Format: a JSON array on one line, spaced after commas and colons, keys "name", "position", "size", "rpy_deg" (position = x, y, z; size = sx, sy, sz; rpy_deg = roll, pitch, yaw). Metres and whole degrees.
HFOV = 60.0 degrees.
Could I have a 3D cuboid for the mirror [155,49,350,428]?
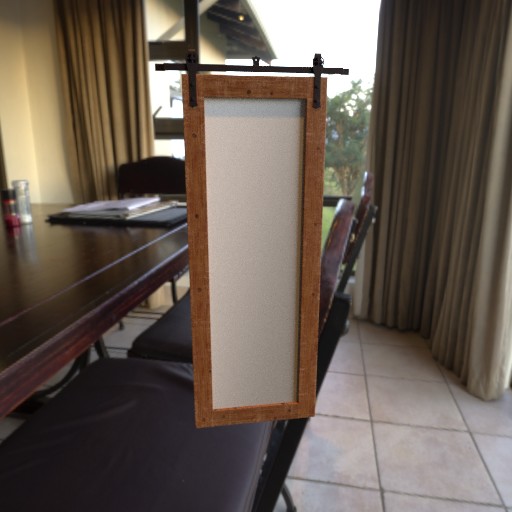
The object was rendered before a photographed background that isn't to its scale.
[{"name": "mirror", "position": [0.000, 0.000, 2.104], "size": [0.847, 1.793, 0.042], "rpy_deg": [-2, 15, -9]}]
